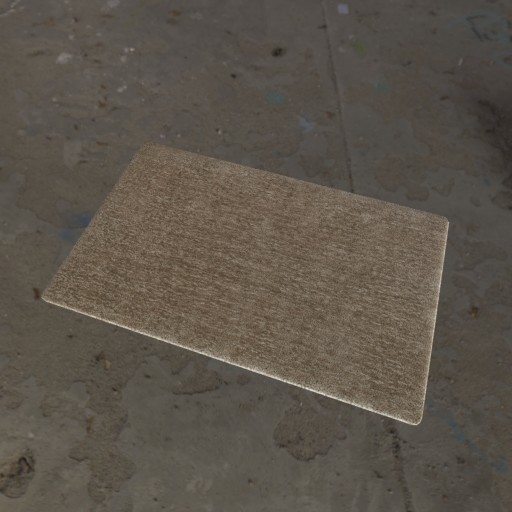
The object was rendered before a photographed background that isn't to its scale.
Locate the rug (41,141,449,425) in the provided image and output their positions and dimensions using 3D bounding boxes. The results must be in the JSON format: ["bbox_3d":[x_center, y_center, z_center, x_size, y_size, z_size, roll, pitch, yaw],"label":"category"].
[{"bbox_3d":[0.000,0.000,3.070,2.469,0.024,1.539,16,59,10],"label":"rug"}]
